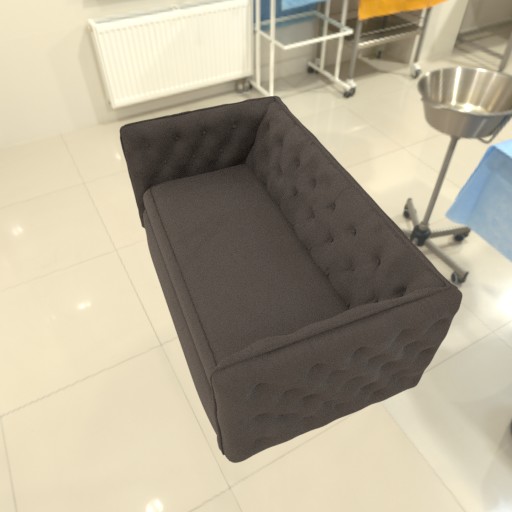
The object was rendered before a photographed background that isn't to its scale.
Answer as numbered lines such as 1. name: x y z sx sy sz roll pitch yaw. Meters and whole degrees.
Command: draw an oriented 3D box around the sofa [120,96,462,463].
1. sofa: 0.000 0.000 2.126 0.909 0.810 1.583 -17 49 -15
